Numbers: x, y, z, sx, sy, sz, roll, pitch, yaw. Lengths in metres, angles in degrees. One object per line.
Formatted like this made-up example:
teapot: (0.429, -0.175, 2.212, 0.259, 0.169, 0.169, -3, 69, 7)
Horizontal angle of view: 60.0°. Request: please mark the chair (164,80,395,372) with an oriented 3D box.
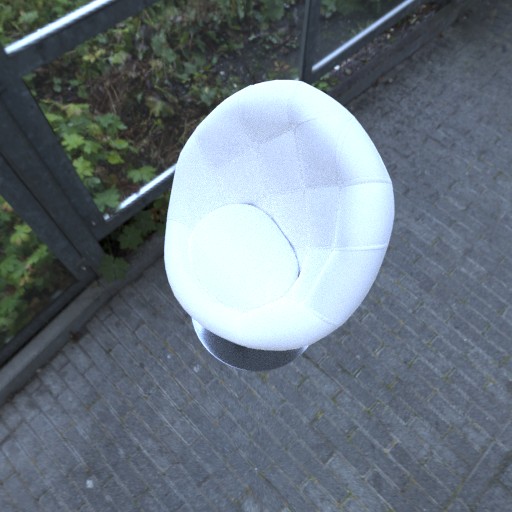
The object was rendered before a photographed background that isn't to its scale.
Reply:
chair: (0.000, 0.000, 1.836, 0.736, 1.261, 0.940, -29, 68, -13)
